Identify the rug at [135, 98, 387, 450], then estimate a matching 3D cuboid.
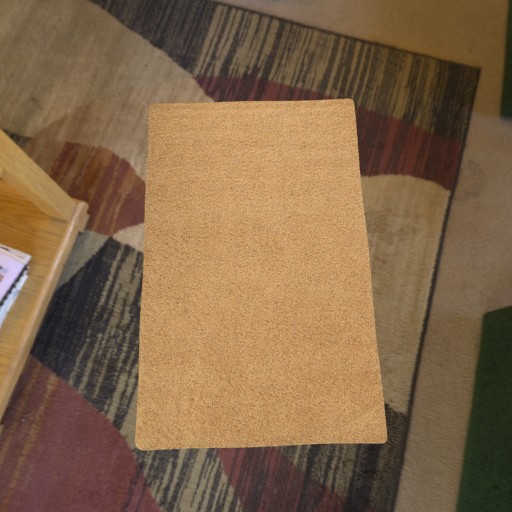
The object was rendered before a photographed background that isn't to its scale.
[{"bbox_3d":[0.000,0.000,2.943,1.500,0.025,2.349,-2,75,0],"label":"rug"}]
